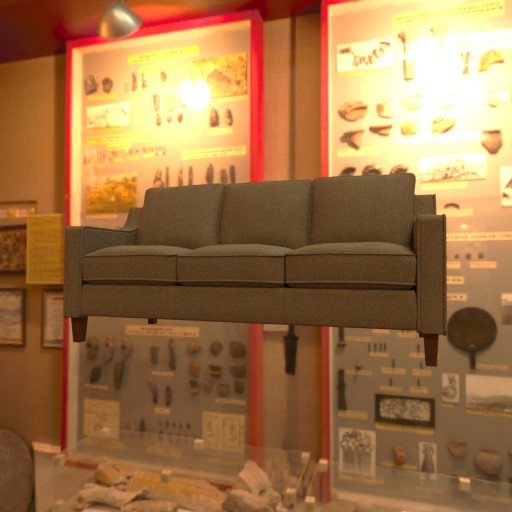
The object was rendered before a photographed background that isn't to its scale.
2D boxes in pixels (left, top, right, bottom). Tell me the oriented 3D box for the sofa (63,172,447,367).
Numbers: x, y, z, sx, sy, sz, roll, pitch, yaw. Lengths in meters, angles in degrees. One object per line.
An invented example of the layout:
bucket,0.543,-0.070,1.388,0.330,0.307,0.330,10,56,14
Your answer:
sofa,0.000,0.000,2.592,1.986,0.974,0.911,0,-1,18
